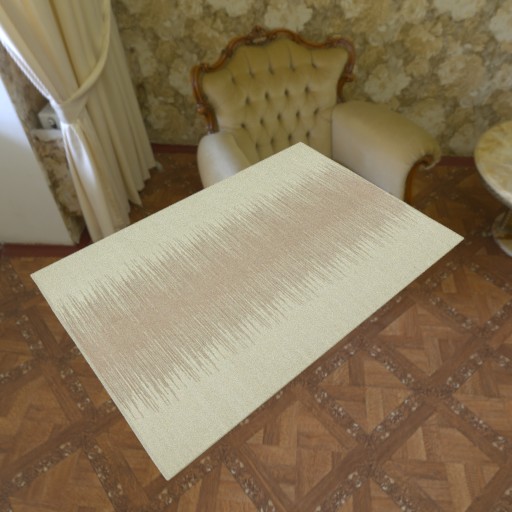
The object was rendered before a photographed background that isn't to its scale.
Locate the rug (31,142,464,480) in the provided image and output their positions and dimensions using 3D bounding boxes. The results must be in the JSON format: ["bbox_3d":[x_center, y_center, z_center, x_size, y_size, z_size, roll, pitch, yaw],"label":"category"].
[{"bbox_3d":[0.000,0.000,2.251,1.850,0.006,1.234,-32,54,-27],"label":"rug"}]
